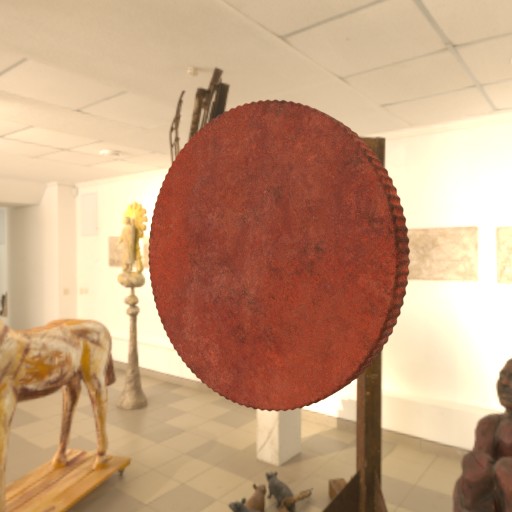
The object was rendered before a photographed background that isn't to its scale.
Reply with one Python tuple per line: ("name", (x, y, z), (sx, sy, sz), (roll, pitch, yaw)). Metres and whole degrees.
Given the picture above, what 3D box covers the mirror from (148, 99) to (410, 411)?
("mirror", (0.000, 0.000, 0.904), (0.609, 0.609, 0.056), (1, 1, 37))
